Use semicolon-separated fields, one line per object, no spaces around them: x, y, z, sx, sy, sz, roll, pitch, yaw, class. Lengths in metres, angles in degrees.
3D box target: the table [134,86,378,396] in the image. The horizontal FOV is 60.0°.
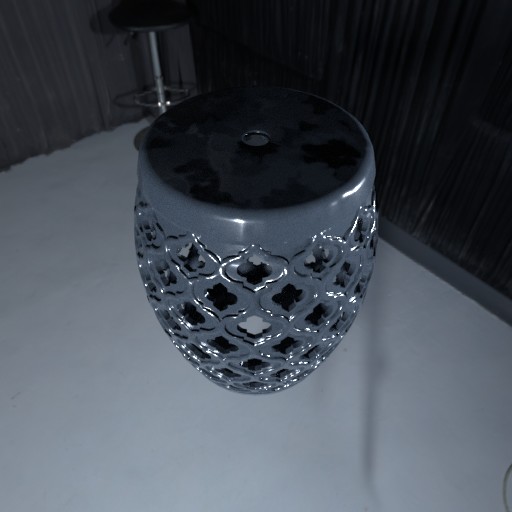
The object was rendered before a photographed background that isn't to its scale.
0.000;0.000;0.637;0.325;0.388;0.325;0;47;0;table
